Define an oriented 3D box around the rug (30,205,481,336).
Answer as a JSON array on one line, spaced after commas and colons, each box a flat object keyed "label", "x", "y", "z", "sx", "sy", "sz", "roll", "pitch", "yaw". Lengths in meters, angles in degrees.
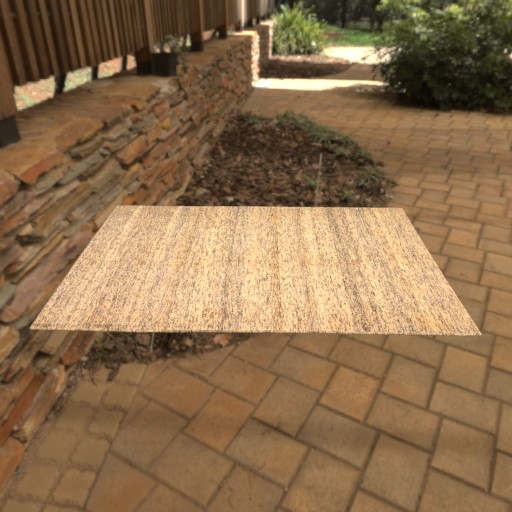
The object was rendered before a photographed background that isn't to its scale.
[{"label": "rug", "x": 0.000, "y": 0.000, "z": 2.330, "sx": 1.846, "sy": 0.014, "sz": 1.243, "roll": 1, "pitch": 31, "yaw": 1}]
